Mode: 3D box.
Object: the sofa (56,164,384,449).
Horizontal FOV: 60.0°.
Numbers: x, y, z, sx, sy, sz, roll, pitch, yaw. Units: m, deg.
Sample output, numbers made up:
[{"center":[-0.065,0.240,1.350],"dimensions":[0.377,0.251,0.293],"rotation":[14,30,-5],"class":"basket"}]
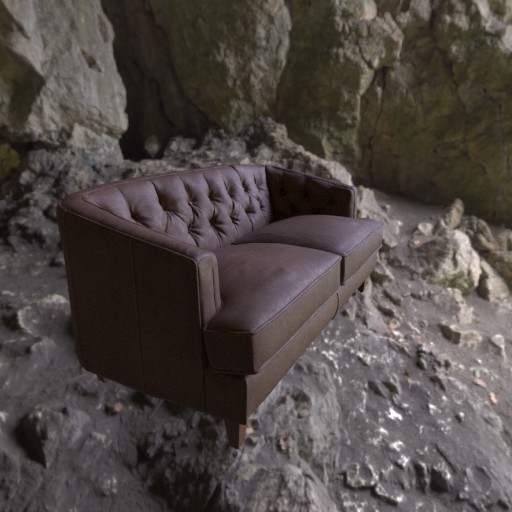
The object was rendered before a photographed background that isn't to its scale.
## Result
[{"center":[0.000,0.000,2.177],"dimensions":[0.917,0.799,1.767],"rotation":[8,18,26],"class":"sofa"}]
